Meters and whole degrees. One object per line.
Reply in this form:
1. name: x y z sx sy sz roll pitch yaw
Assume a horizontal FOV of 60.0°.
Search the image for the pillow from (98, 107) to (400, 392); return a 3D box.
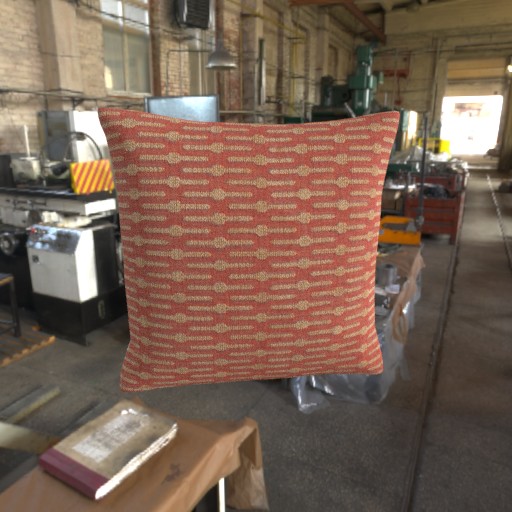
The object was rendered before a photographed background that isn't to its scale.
1. pillow: 0.000 0.000 0.797 0.511 0.503 0.182 -2 16 -7
